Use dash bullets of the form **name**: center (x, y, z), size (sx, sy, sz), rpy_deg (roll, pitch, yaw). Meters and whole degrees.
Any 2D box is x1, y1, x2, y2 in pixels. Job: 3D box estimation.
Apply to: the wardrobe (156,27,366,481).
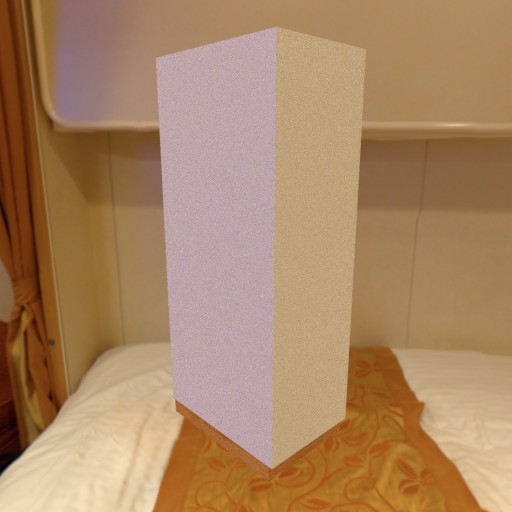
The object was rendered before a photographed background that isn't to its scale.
- **wardrobe**: center (0.000, 0.000, 2.421), size (0.600, 2.040, 0.860), rpy_deg (-13, 19, -42)
